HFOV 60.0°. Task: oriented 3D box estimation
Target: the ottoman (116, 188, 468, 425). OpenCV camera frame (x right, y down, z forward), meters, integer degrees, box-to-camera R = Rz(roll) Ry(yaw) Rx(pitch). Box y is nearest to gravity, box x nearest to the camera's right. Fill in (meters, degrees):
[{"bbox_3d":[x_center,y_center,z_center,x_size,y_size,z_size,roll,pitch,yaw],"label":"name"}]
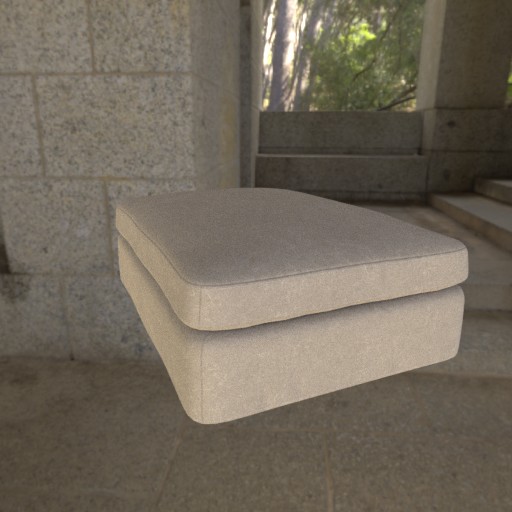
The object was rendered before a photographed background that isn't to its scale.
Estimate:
[{"bbox_3d":[0.000,0.000,1.611,0.840,0.429,1.199,-7,18,-23],"label":"ottoman"}]
